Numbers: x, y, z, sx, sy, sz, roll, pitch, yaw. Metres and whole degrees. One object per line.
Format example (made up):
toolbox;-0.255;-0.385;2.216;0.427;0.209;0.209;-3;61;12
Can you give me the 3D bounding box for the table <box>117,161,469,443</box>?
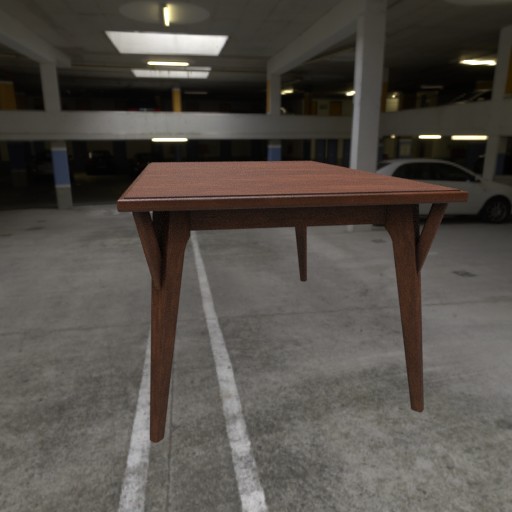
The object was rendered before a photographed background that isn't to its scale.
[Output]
table;0.000;0.000;2.030;0.990;0.761;1.524;-3;16;-10
